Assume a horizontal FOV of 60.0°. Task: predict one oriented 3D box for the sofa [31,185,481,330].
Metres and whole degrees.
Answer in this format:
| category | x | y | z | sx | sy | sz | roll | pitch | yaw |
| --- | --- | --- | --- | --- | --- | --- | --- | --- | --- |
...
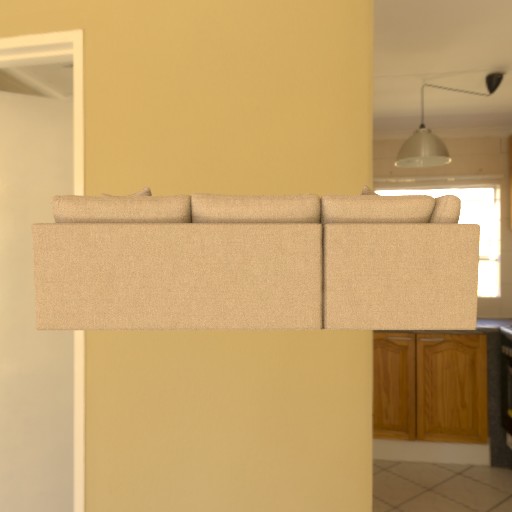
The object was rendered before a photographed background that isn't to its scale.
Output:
| category | x | y | z | sx | sy | sz | roll | pitch | yaw |
| --- | --- | --- | --- | --- | --- | --- | --- | --- | --- |
| sofa | 0.000 | 0.000 | 3.832 | 2.896 | 0.978 | 1.994 | 0 | 0 | 0 |
